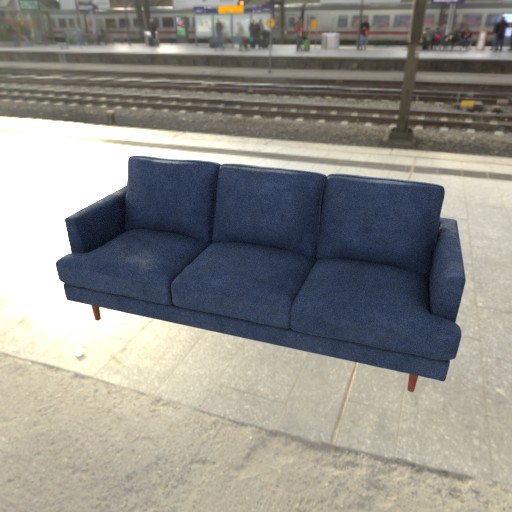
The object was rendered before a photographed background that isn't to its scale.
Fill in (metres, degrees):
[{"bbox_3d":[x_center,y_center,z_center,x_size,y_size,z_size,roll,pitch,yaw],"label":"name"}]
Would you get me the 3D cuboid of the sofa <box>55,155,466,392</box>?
[{"bbox_3d":[0.000,0.000,2.655,2.246,0.930,0.903,9,29,17],"label":"sofa"}]
